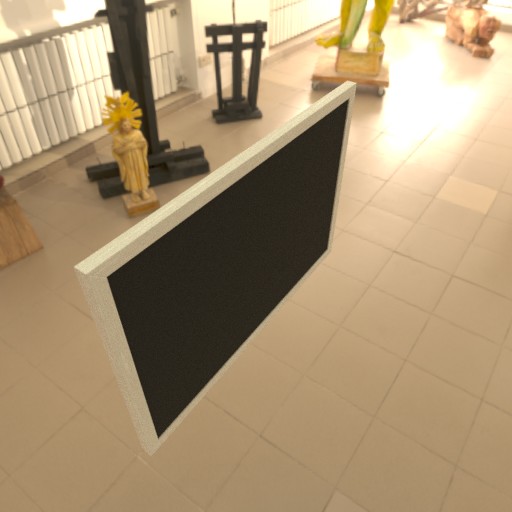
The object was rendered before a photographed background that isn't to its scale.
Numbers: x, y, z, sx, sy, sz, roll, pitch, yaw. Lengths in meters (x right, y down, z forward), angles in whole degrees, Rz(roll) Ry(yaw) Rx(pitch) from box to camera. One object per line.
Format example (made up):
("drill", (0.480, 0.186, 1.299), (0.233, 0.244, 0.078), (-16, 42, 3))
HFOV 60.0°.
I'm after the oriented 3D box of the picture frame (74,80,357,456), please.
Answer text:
("picture frame", (0.000, 0.000, 1.192), (0.029, 0.640, 0.950), (25, 48, 25))
